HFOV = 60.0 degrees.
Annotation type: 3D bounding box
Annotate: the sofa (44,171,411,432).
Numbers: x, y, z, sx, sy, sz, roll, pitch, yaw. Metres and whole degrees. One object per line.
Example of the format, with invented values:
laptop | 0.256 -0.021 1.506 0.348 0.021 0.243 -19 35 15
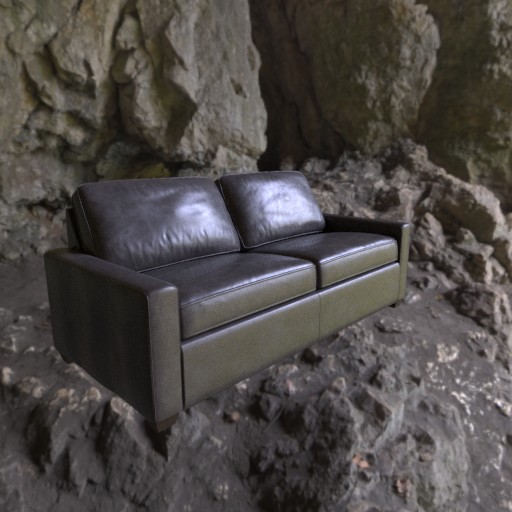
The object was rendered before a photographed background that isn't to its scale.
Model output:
sofa | 0.000 0.000 2.597 0.939 0.916 2.081 13 19 43
